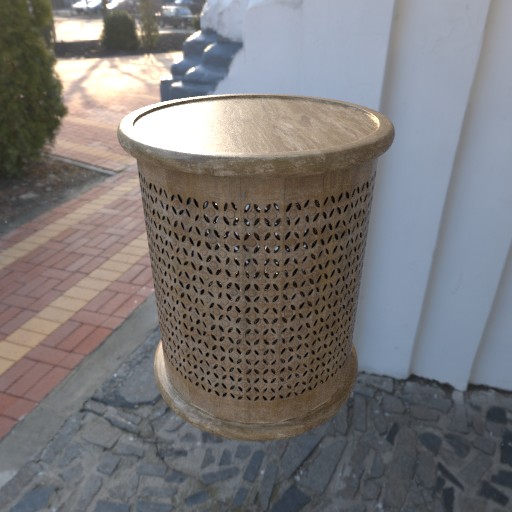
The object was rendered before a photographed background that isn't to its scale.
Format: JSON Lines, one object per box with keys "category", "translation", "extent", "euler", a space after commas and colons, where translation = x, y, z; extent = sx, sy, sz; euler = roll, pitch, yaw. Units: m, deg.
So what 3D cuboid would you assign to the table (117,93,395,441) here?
{"category": "table", "translation": [0.000, 0.000, 0.787], "extent": [0.407, 0.482, 0.407], "euler": [0, 30, 0]}
